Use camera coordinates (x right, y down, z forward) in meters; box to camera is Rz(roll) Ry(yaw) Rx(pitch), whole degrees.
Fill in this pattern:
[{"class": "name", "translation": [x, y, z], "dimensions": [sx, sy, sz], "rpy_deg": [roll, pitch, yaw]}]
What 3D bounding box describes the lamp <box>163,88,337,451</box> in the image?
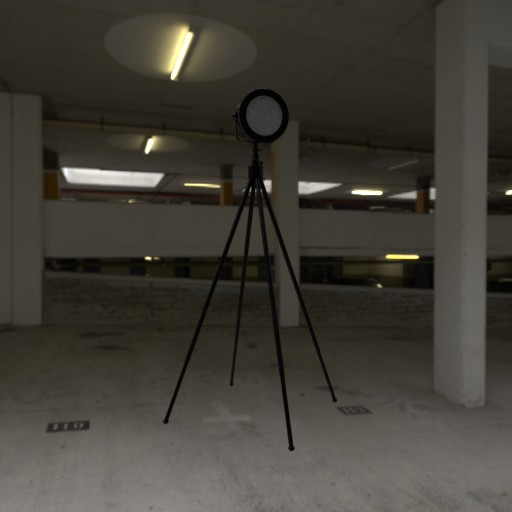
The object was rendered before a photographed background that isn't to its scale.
[{"class": "lamp", "translation": [0.000, 0.000, 2.114], "dimensions": [0.879, 1.504, 0.884], "rpy_deg": [0, 1, -19]}]
